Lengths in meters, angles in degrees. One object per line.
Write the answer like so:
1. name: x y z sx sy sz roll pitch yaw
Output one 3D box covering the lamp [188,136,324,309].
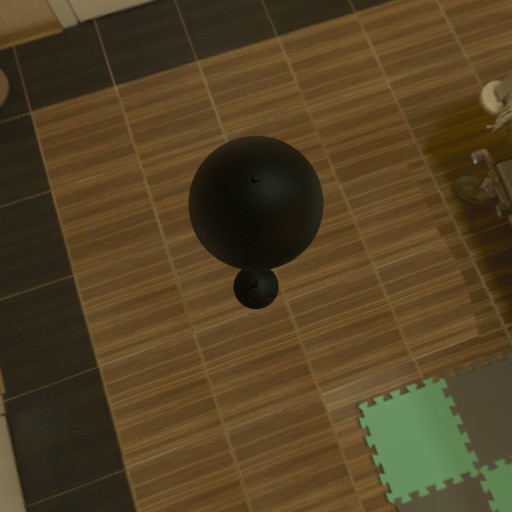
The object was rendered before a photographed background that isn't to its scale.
1. lamp: 0.000 0.000 1.638 0.328 1.480 0.328 41 80 8
